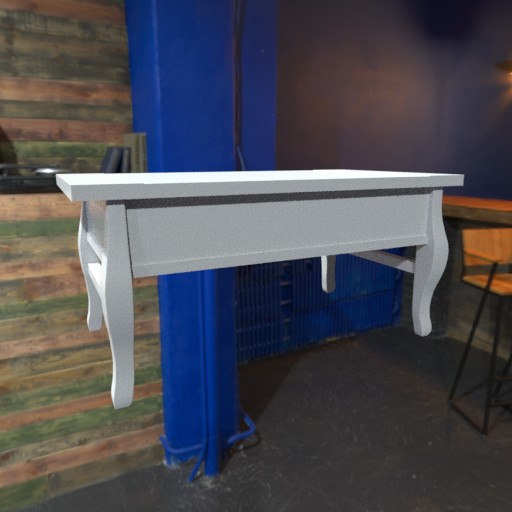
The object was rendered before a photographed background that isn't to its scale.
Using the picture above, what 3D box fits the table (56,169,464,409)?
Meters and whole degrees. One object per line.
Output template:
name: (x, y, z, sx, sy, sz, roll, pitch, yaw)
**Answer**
table: (0.000, 0.000, 1.368, 1.062, 0.495, 0.600, -6, 14, -25)
